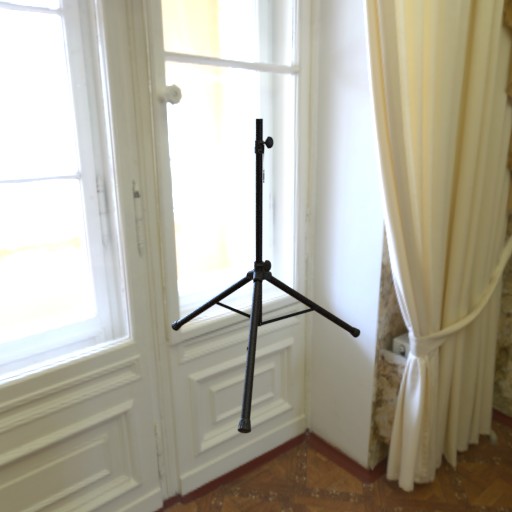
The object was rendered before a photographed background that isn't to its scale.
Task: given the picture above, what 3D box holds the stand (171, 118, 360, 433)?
[{"bbox_3d":[0.000,0.000,1.910,1.045,1.136,0.907,2,16,6],"label":"stand"}]
